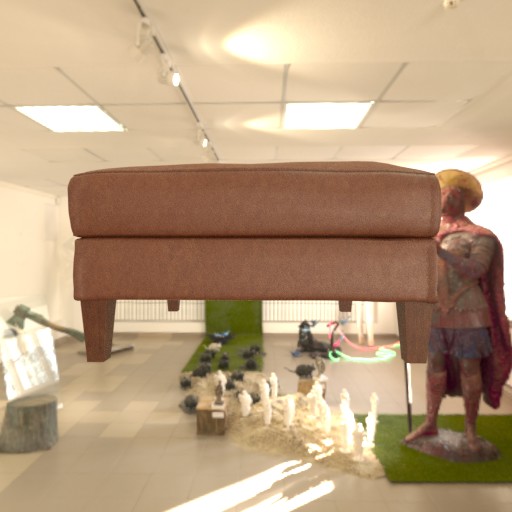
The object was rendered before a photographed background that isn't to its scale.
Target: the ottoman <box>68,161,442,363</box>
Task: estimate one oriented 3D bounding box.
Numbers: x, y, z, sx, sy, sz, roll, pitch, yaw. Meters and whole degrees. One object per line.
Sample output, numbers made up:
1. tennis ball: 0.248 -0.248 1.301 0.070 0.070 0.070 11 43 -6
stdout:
1. ottoman: 0.000 0.000 1.441 0.836 0.472 0.987 0 1 1
